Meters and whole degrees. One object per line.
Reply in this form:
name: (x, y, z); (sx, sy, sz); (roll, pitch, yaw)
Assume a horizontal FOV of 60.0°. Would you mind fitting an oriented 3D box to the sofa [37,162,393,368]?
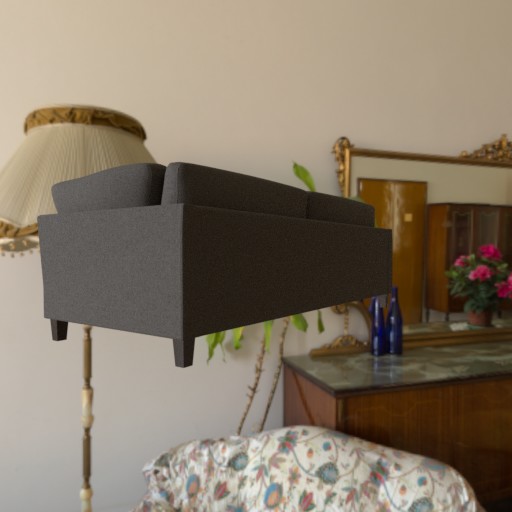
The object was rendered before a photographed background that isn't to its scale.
sofa: (0.000, 0.000, 2.762); (0.969, 0.792, 2.312); (0, 1, 36)
